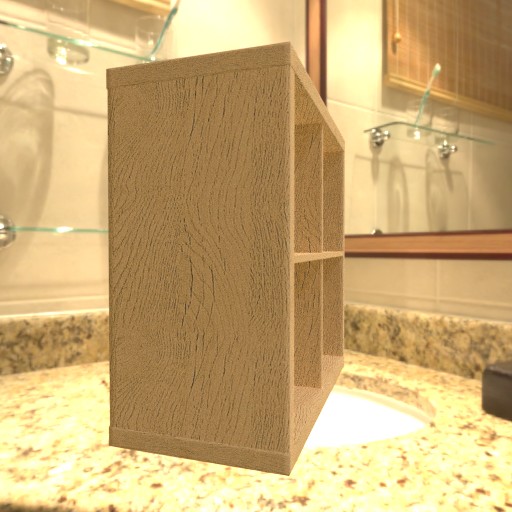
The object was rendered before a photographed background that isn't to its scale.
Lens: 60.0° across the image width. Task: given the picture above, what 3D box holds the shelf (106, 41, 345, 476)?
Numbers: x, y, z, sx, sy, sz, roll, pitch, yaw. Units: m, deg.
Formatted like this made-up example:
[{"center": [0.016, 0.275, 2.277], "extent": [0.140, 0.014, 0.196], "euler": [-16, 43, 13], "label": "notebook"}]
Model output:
[{"center": [0.000, 0.000, 1.237], "extent": [0.390, 0.786, 0.790], "euler": [0, 1, 18], "label": "shelf"}]
